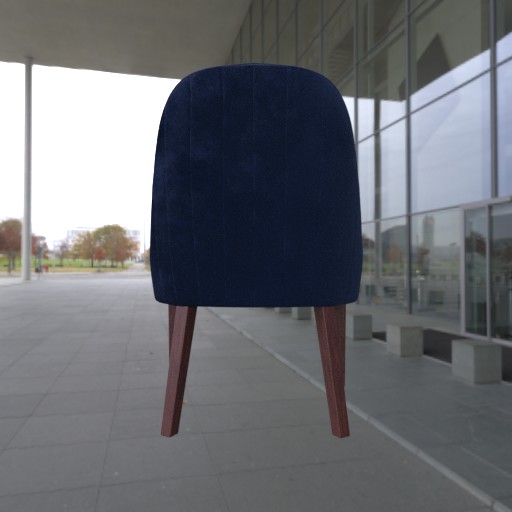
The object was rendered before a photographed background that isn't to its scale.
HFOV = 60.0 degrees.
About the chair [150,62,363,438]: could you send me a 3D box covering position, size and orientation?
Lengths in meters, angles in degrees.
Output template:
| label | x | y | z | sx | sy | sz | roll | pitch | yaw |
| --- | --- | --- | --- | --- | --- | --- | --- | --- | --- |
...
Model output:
| label | x | y | z | sx | sy | sz | roll | pitch | yaw |
| --- | --- | --- | --- | --- | --- | --- | --- | --- | --- |
| chair | 0.000 | 0.000 | 1.291 | 0.643 | 0.889 | 0.575 | 0 | -1 | 1 |
